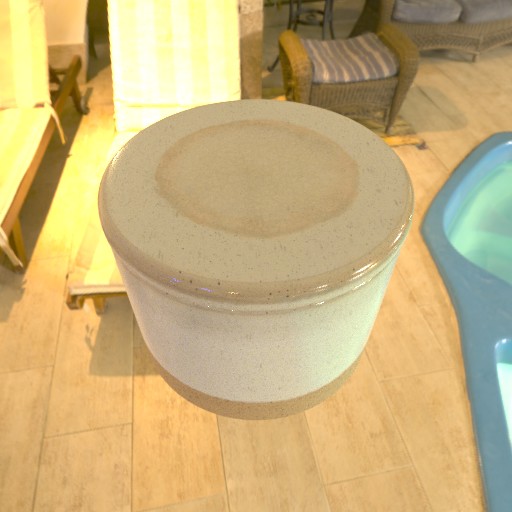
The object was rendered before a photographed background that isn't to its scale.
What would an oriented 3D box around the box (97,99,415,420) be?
[{"bbox_3d":[0.000,0.000,0.261,0.154,0.123,0.154,0,46,0],"label":"box"}]
